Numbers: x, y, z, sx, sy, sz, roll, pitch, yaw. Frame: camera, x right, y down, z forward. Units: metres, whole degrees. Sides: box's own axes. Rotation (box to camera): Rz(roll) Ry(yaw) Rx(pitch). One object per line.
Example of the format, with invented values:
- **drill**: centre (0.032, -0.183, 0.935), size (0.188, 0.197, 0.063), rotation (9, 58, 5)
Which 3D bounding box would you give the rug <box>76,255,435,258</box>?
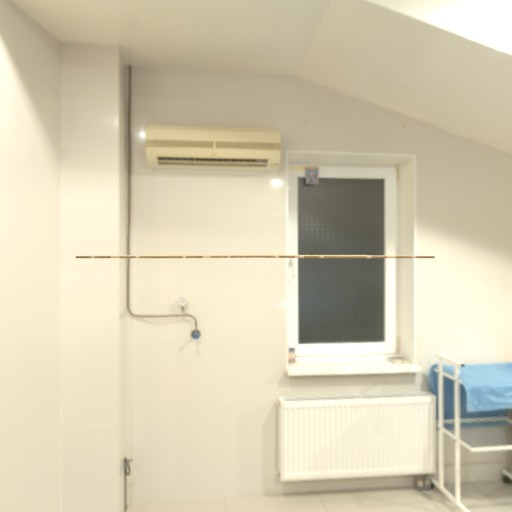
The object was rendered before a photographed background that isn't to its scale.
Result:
- **rug**: centre (0.000, 0.000, 2.274), size (1.152, 0.013, 1.761), rotation (0, 0, 0)
